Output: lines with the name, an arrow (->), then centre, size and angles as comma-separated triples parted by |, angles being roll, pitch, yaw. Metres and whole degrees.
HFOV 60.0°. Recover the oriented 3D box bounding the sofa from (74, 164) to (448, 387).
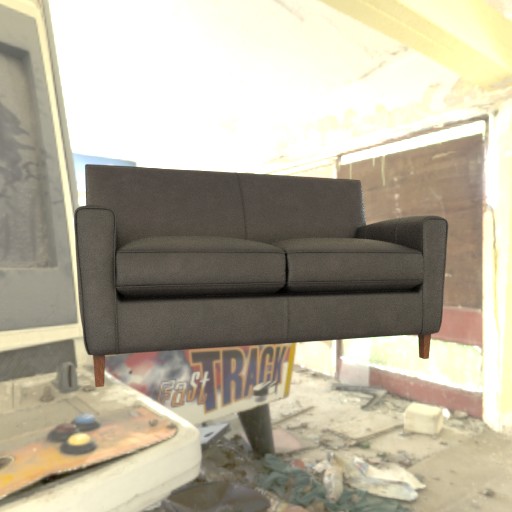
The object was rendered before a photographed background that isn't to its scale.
sofa -> 0.000, 0.000, 1.988 | 1.473, 0.871, 0.787 | 0, 0, -18
